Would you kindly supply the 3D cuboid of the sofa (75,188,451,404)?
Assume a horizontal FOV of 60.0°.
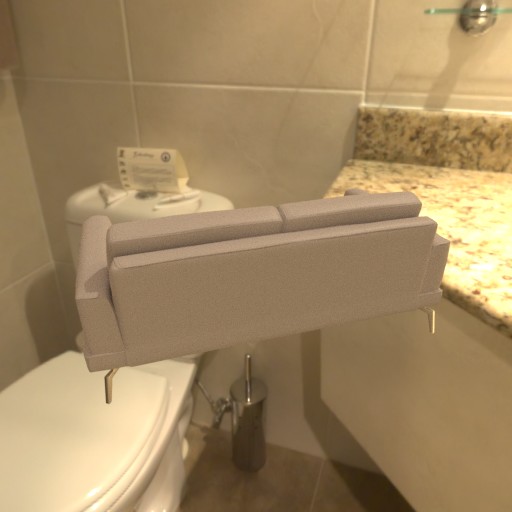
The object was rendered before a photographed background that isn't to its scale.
[{"bbox_3d":[0.000,0.000,2.866,2.177,0.930,1.121,-8,28,-16],"label":"sofa"}]
